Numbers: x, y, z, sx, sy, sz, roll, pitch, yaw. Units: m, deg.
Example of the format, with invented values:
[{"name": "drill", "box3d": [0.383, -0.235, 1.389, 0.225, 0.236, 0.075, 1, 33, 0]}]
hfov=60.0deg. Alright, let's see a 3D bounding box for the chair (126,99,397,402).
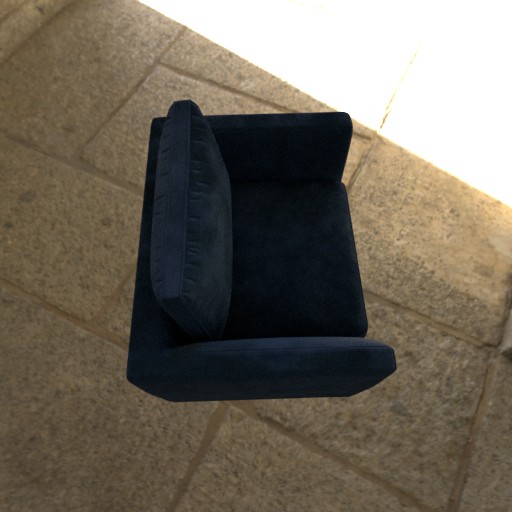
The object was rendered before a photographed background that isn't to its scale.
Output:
[{"name": "chair", "box3d": [0.000, 0.000, 1.617, 0.746, 0.893, 0.977, -2, 62, -1]}]
